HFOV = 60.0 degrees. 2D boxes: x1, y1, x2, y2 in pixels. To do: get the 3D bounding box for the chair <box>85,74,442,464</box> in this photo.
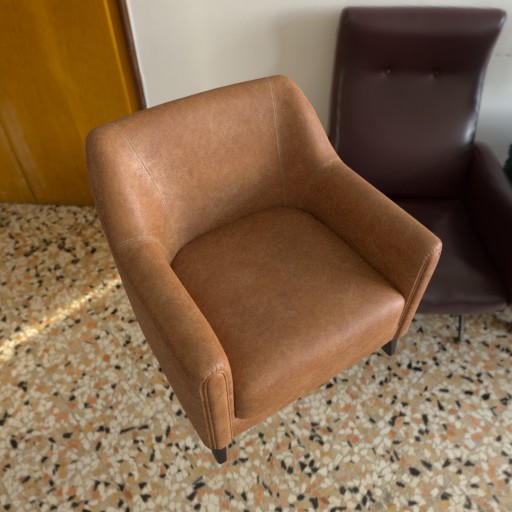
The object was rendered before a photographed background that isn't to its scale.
[{"bbox_3d":[0.000,0.000,1.807,1.037,0.980,1.034,-25,52,-21],"label":"chair"}]
